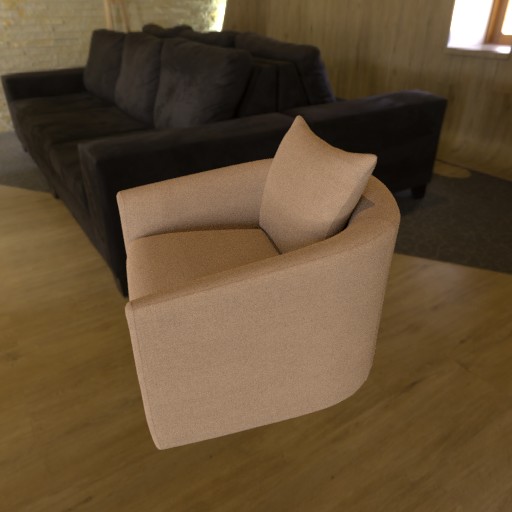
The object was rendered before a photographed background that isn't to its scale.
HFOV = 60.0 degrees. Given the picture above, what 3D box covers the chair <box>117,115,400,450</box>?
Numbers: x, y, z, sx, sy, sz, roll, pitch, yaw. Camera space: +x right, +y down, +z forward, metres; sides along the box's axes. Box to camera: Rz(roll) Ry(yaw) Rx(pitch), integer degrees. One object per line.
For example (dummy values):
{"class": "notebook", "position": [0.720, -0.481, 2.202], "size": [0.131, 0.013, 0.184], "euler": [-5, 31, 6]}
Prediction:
{"class": "chair", "position": [0.000, 0.000, 1.597], "size": [0.910, 0.848, 0.845], "euler": [-8, 31, -15]}
